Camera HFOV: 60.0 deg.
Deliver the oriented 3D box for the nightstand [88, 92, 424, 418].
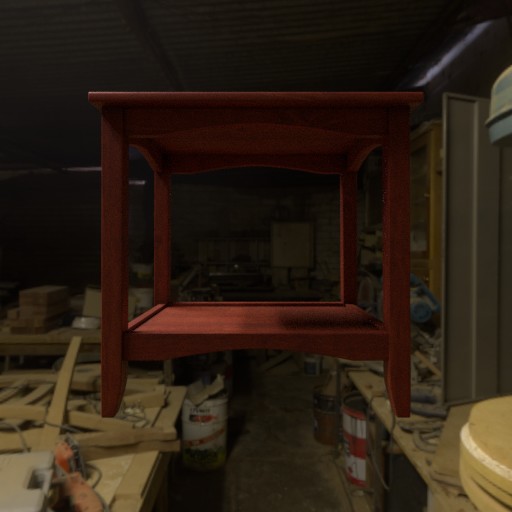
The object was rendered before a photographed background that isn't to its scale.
[{"bbox_3d":[0.000,0.000,0.993,0.558,0.558,0.501,0,1,0],"label":"nightstand"}]
